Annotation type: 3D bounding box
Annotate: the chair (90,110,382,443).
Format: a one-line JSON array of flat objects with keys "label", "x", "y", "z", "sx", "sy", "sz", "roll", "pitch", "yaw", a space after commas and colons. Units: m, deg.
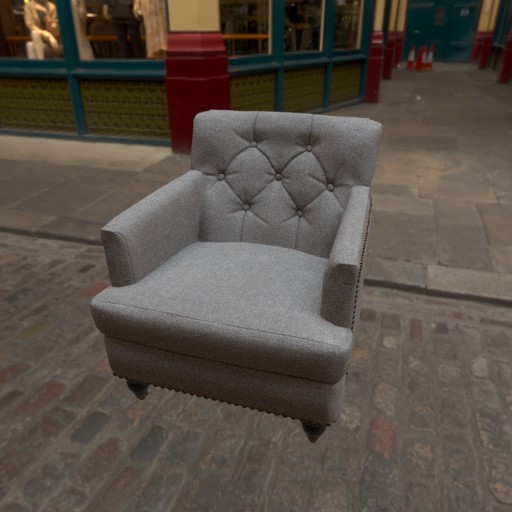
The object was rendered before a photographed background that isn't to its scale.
[{"label": "chair", "x": 0.000, "y": 0.000, "z": 1.522, "sx": 0.737, "sy": 0.823, "sz": 0.902, "roll": 8, "pitch": 29, "yaw": 15}]
